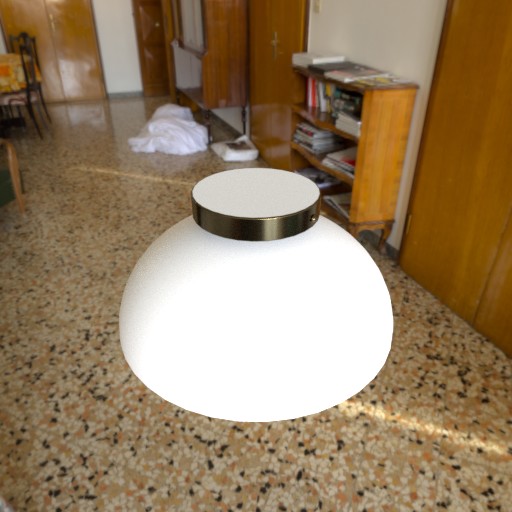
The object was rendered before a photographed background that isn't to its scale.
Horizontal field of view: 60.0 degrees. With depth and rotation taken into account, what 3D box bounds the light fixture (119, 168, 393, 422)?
[{"bbox_3d":[0.000,0.000,0.552,0.355,0.177,0.355,0,31,0],"label":"light fixture"}]
